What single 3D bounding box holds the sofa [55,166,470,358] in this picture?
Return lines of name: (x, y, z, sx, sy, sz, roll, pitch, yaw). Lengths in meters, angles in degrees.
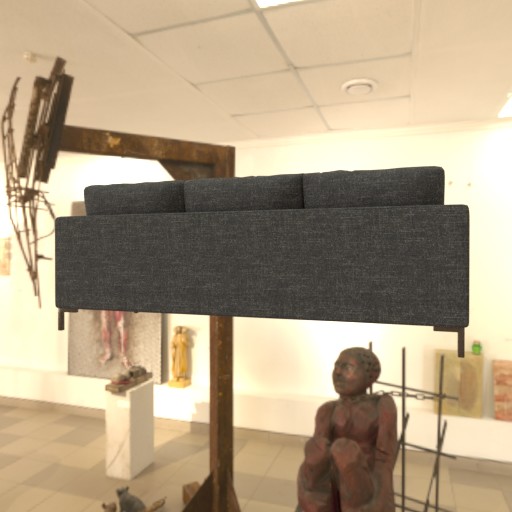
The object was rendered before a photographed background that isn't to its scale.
sofa: (0.000, 0.000, 2.650, 2.218, 0.874, 0.859, 0, 1, 18)
